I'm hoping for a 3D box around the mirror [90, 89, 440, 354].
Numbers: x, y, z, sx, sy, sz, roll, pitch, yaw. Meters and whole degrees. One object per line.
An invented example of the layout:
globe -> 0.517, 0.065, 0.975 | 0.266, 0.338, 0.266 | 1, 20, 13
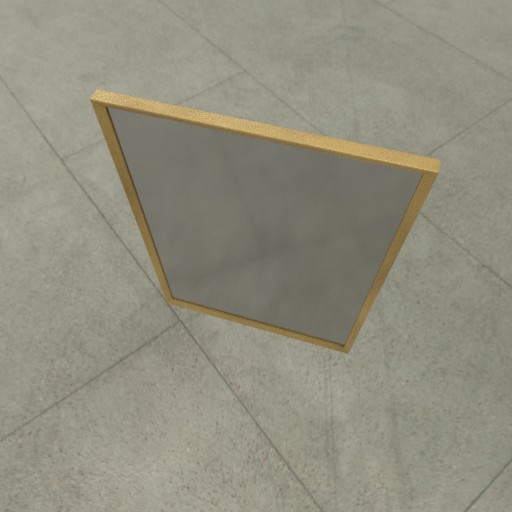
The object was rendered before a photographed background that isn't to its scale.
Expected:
mirror -> 0.000, 0.000, 1.366 | 0.762, 1.016, 0.041 | 14, 59, 9
